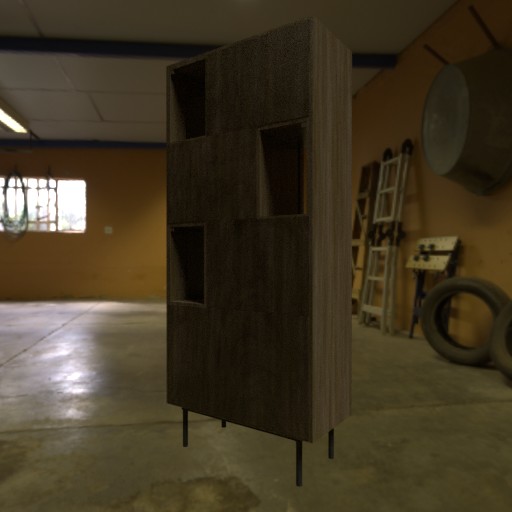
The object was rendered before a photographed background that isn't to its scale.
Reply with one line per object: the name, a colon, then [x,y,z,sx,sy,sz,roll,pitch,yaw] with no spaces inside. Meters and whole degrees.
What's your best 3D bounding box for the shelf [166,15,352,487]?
shelf: [0.000,0.000,1.745,0.670,1.545,0.323,0,0,35]
